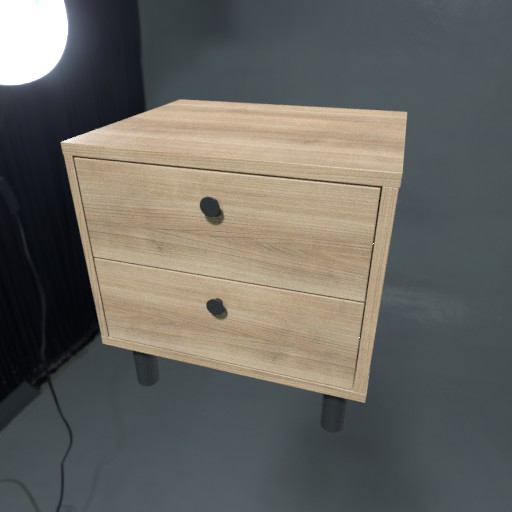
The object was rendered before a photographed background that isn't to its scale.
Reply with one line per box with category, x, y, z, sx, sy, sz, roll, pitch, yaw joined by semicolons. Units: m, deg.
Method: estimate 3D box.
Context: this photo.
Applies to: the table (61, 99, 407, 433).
table;0.000;0.000;0.799;0.445;0.460;0.380;9;30;15
